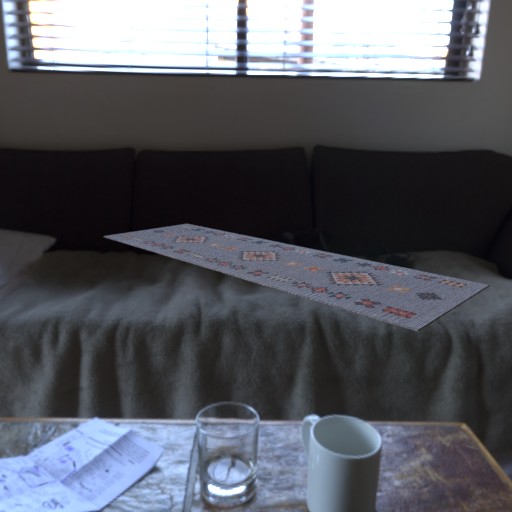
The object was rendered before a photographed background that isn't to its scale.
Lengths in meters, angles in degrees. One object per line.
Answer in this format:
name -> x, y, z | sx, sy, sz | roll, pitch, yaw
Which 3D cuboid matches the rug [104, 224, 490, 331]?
rug -> 0.000, 0.000, 2.712 | 2.432, 0.008, 0.766 | 14, 19, 43
